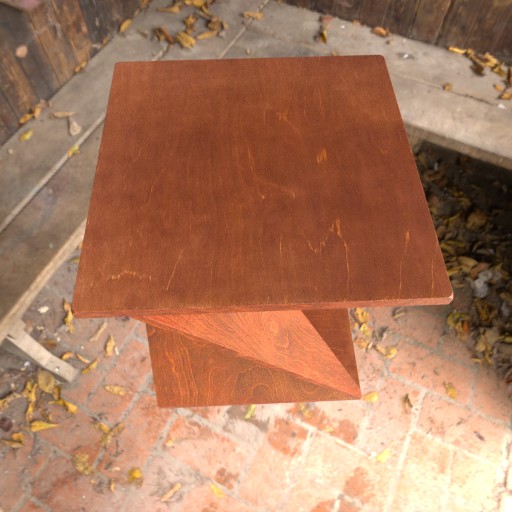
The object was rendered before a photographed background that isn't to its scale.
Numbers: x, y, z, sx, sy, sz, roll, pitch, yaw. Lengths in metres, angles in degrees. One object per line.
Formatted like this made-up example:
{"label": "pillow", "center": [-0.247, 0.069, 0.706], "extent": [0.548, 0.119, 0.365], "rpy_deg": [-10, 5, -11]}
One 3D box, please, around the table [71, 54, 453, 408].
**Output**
{"label": "table", "center": [0.000, 0.000, 0.823], "extent": [0.427, 0.520, 0.427], "rpy_deg": [-2, 60, -1]}
